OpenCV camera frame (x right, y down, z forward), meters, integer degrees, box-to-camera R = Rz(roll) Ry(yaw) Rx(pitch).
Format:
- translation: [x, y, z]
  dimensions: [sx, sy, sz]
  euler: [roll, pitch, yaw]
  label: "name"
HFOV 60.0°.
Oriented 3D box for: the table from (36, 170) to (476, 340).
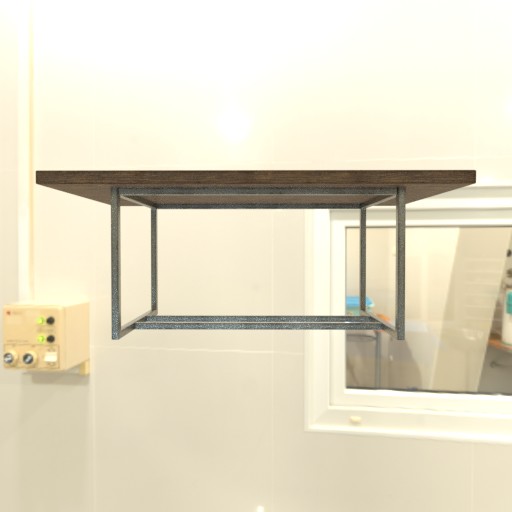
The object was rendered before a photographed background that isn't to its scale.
- translation: [0.000, 0.000, 2.542]
  dimensions: [1.989, 0.795, 1.078]
  euler: [0, 1, 0]
  label: "table"
